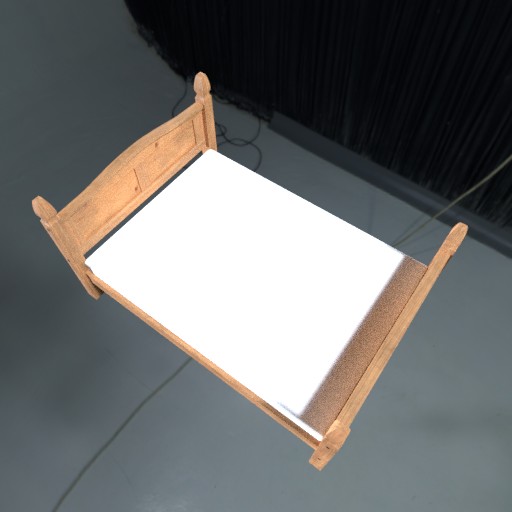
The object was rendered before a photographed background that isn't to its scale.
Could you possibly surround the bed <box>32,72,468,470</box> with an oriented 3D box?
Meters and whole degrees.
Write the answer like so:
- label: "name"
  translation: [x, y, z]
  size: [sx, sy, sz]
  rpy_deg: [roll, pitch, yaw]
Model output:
- label: "bed"
  translation: [0.000, 0.000, 2.905]
  size: [2.069, 1.100, 1.490]
  rpy_deg: [32, 62, 19]
